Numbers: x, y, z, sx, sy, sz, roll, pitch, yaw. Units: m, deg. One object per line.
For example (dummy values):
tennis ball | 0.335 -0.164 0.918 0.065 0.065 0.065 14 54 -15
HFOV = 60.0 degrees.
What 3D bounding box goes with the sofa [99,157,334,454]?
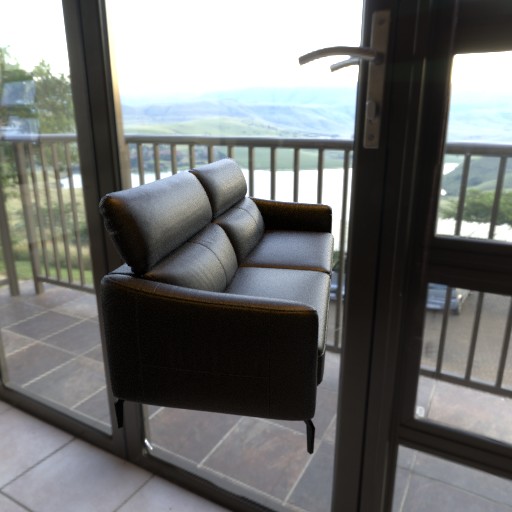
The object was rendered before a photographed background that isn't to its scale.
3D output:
sofa | 0.000 0.000 2.523 0.856 0.957 2.069 3 17 10
